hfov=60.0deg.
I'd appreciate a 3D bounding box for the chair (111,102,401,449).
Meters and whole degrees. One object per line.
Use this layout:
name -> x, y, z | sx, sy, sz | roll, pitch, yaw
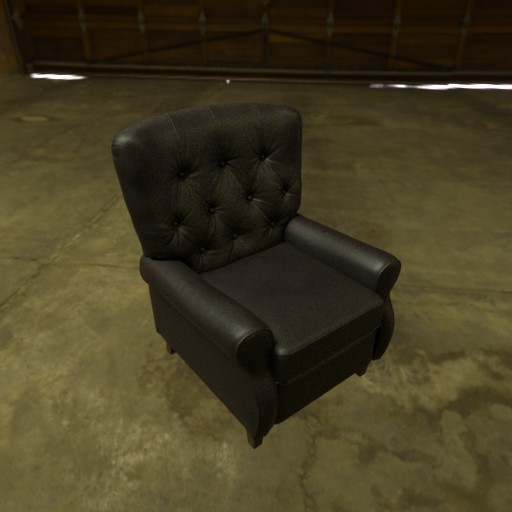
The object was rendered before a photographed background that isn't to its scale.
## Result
chair -> 0.000, 0.000, 1.972 | 0.948, 1.158, 1.058 | -21, 36, -32
